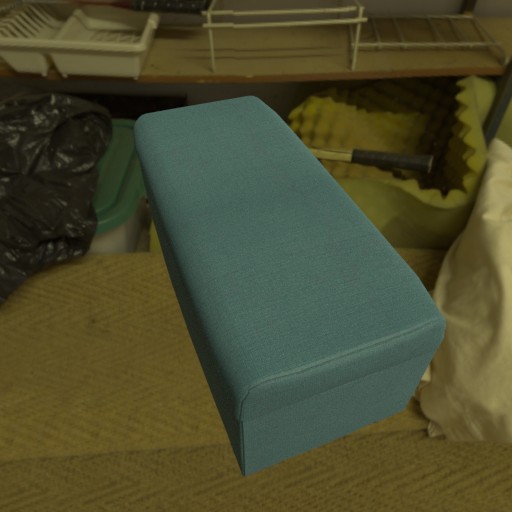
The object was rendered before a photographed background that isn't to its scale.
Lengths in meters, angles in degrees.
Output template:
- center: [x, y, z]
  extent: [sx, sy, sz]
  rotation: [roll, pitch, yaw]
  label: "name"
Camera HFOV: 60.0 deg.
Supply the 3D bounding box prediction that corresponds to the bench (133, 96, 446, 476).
- center: [0.000, 0.000, 1.249]
  extent: [0.476, 0.474, 0.995]
  rotation: [-16, 48, -15]
  label: "bench"
